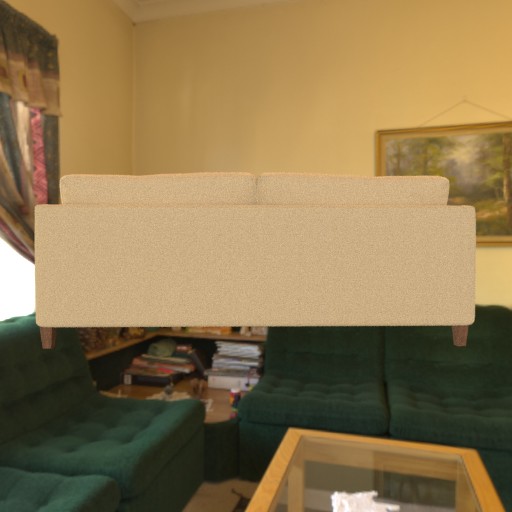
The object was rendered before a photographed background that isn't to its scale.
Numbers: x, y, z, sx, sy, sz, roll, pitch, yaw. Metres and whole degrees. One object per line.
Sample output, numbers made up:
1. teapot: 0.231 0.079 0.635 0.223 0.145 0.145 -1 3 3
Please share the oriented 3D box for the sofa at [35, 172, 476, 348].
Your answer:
1. sofa: 0.000 0.000 2.803 2.361 0.968 0.951 0 1 -1
